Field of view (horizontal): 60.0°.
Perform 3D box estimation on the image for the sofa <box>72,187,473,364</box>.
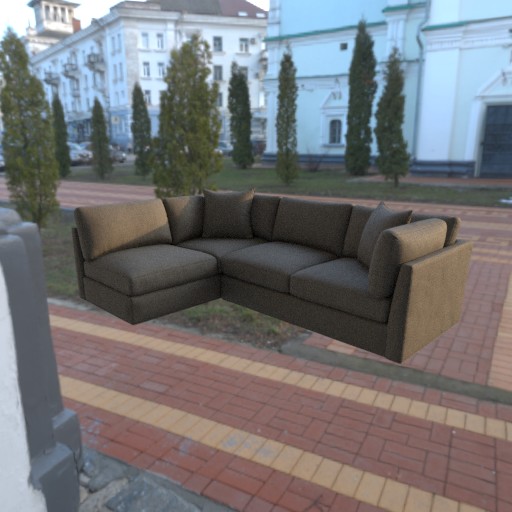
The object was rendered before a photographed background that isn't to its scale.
[{"bbox_3d":[0.000,0.000,3.859,2.896,0.978,1.994,14,20,43],"label":"sofa"}]
